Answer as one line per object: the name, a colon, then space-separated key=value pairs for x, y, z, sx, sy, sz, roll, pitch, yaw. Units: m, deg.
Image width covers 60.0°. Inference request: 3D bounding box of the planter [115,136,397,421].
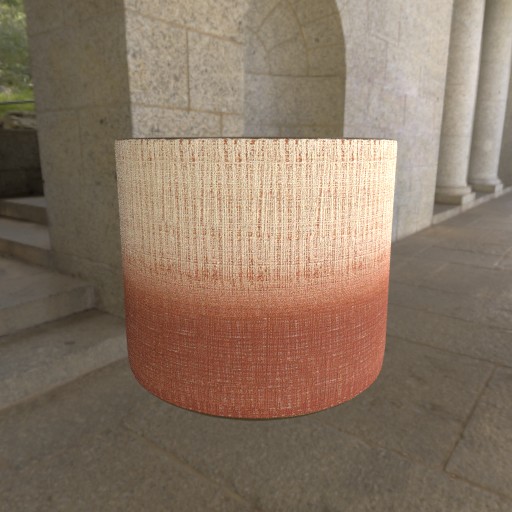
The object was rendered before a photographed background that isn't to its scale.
planter: x=0.000 y=0.000 z=0.434 sx=0.254 sy=0.221 sz=0.254 roll=0 pitch=14 yaw=0
